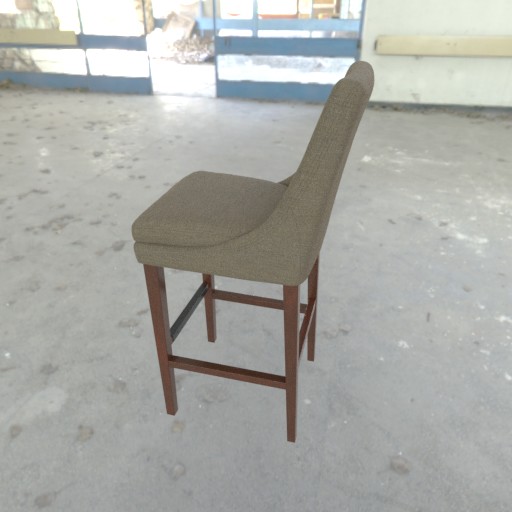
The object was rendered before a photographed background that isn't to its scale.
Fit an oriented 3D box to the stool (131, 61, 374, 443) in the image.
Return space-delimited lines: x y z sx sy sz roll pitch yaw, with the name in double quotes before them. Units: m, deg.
"stool" 0.000 0.000 1.357 0.577 1.078 0.470 8 30 13
